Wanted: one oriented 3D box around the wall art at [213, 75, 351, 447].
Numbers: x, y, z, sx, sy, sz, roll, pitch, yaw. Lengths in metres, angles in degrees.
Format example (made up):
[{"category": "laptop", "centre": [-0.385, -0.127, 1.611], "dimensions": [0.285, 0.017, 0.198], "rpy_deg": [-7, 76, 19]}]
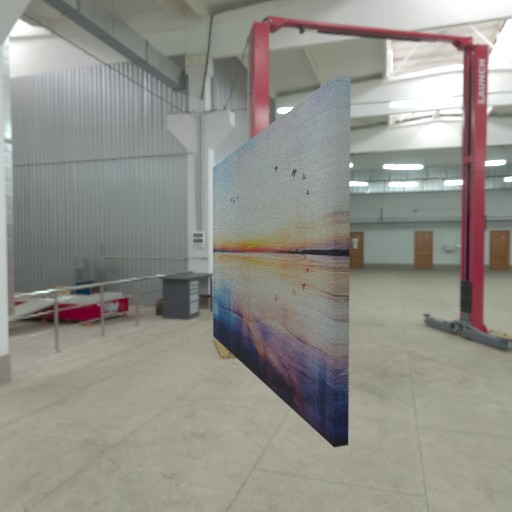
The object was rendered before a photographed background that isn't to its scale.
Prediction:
[{"category": "wall art", "centre": [0.000, 0.000, 0.767], "dimensions": [0.018, 0.402, 0.604], "rpy_deg": [-1, 2, -18]}]
